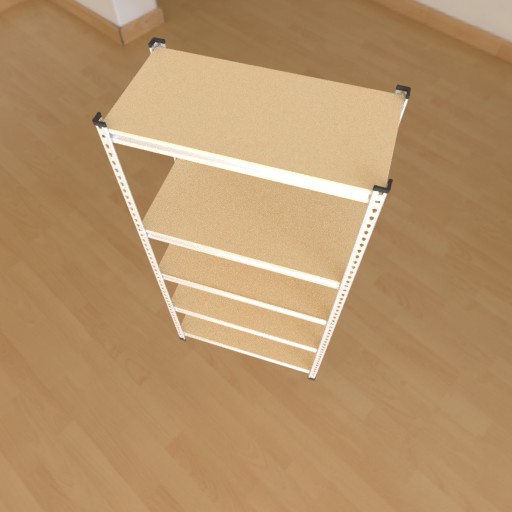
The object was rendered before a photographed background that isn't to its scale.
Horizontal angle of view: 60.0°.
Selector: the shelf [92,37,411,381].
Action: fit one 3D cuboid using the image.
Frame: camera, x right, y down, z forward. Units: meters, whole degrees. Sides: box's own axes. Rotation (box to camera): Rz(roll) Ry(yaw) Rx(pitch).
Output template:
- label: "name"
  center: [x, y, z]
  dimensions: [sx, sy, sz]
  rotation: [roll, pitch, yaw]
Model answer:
- label: "shelf"
  center: [0.000, 0.000, 2.173]
  dimensions: [0.914, 1.829, 0.457]
  rotation: [15, 60, 9]
